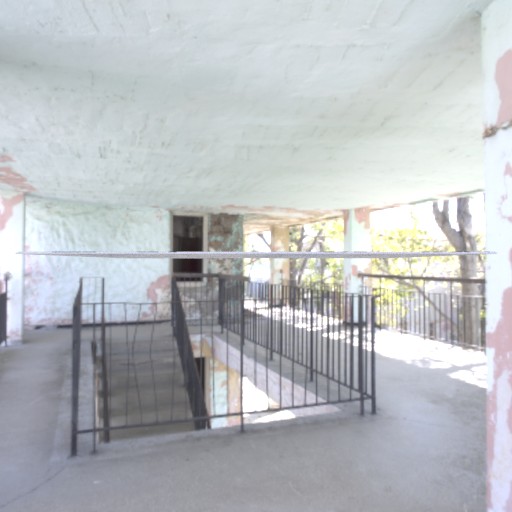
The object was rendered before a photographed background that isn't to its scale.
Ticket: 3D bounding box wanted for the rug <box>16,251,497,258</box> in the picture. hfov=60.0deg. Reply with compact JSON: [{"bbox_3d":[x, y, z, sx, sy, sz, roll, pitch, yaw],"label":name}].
[{"bbox_3d":[0.000,0.000,3.990,3.040,0.014,2.423,0,-1,0],"label":"rug"}]
